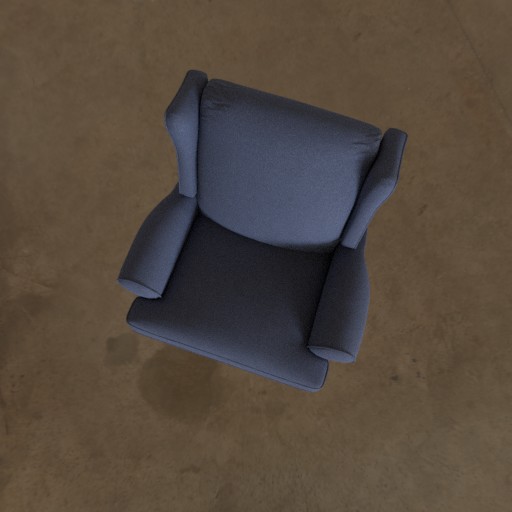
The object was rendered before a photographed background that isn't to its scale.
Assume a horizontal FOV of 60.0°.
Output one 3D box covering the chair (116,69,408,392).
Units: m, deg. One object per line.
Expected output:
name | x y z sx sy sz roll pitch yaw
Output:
chair | 0.000 0.000 1.778 0.971 1.020 0.877 18 77 4
